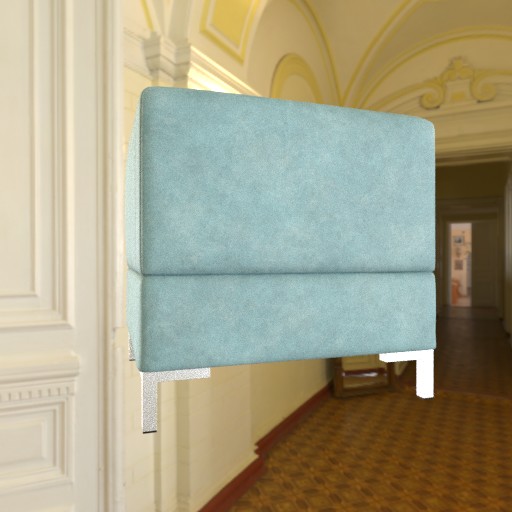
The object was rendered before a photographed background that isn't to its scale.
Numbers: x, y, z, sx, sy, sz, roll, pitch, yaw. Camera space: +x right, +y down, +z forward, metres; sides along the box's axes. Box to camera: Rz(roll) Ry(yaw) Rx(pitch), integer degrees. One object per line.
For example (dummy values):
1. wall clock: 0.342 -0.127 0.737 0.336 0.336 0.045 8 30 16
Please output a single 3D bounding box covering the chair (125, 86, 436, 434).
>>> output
1. chair: 0.000 0.000 1.231 0.691 0.660 0.684 0 0 -18
